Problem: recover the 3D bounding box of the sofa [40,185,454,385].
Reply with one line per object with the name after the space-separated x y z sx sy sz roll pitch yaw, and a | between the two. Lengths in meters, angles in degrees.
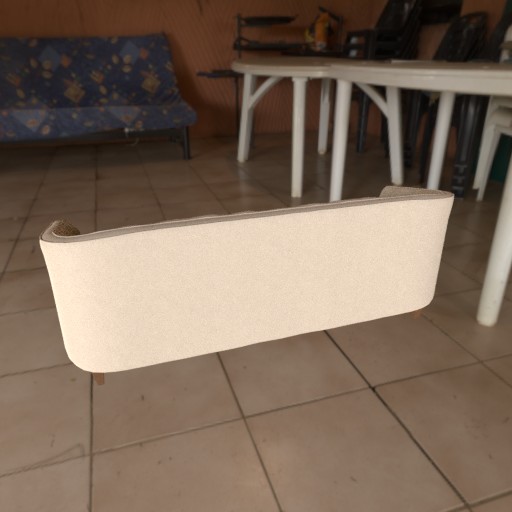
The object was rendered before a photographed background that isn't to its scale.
0.000 0.000 2.711 2.278 0.855 0.941 -8 26 -17 | sofa
